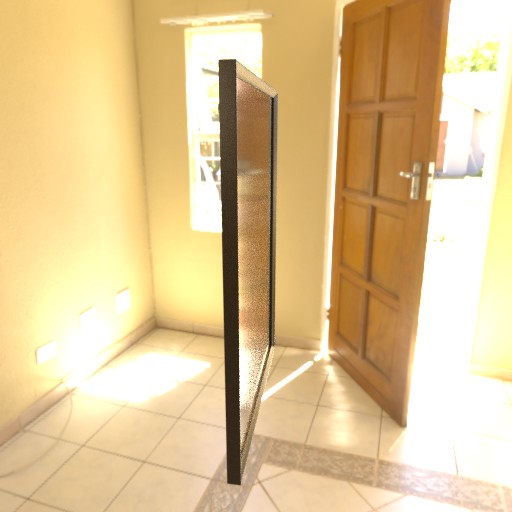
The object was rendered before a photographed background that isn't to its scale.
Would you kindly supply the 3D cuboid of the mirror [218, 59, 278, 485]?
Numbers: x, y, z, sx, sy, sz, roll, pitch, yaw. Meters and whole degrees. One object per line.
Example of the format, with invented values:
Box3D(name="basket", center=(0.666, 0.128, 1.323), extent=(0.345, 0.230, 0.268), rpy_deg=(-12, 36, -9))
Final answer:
Box3D(name="mirror", center=(0.000, 0.000, 1.370), extent=(0.041, 1.016, 0.762), rpy_deg=(2, 16, 9))
